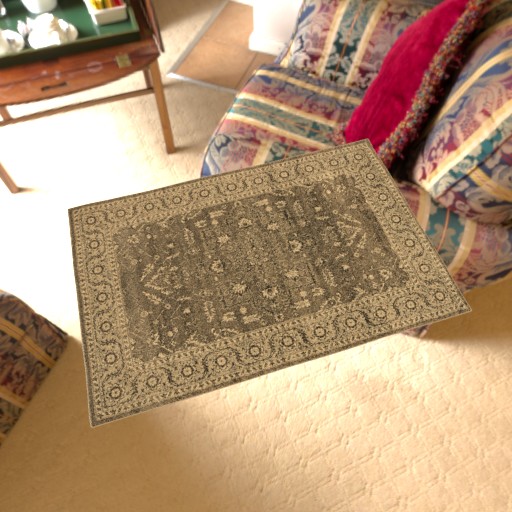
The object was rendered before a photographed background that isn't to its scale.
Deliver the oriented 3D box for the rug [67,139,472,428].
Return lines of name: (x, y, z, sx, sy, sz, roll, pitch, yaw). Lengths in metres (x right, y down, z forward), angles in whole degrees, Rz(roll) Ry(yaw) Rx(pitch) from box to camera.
rug: (0.000, 0.000, 2.299, 1.828, 0.019, 1.209, -15, 60, -9)
